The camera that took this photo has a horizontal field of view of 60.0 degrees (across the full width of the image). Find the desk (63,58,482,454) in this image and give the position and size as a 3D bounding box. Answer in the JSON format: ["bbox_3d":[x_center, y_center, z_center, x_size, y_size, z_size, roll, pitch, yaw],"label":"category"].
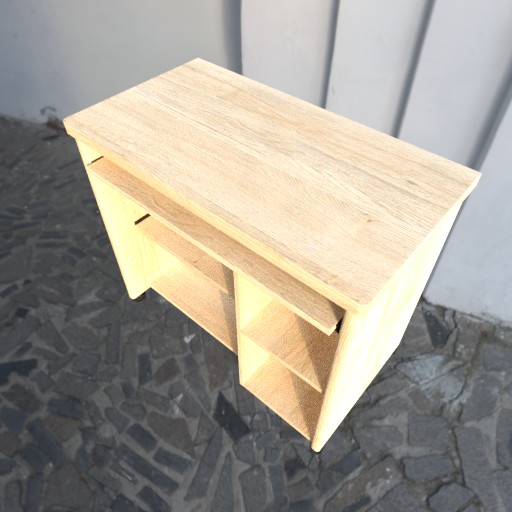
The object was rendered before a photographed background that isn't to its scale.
[{"bbox_3d":[0.000,0.000,1.321,0.885,0.770,0.480,33,55,26],"label":"desk"}]
